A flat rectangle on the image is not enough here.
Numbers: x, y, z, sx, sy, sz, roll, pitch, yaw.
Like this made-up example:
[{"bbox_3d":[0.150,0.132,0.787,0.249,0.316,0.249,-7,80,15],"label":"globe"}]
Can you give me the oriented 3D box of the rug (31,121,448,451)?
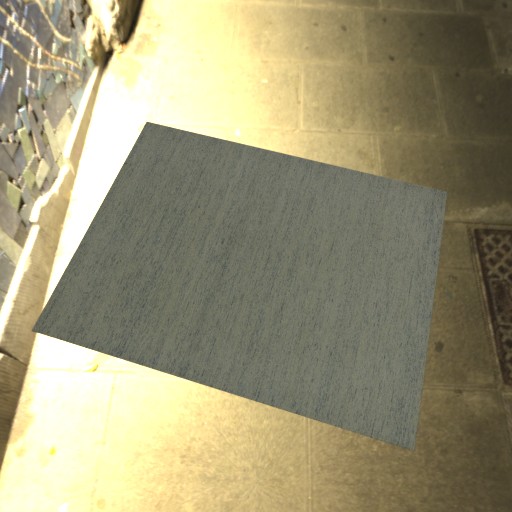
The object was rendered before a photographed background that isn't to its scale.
[{"bbox_3d":[0.000,0.000,4.036,3.197,0.006,2.438,15,64,8],"label":"rug"}]
